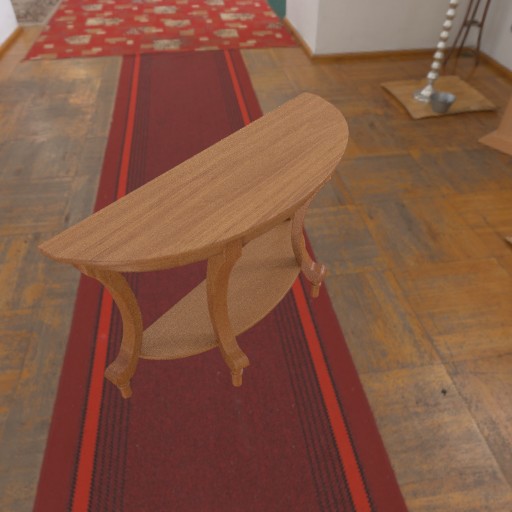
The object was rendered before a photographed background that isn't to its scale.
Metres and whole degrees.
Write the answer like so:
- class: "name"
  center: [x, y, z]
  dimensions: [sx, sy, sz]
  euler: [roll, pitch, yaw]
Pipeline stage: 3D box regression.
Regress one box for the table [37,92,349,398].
- class: "table"
  center: [0.000, 0.000, 1.540]
  dimensions: [0.394, 0.692, 1.198]
  euler: [26, 47, 27]
